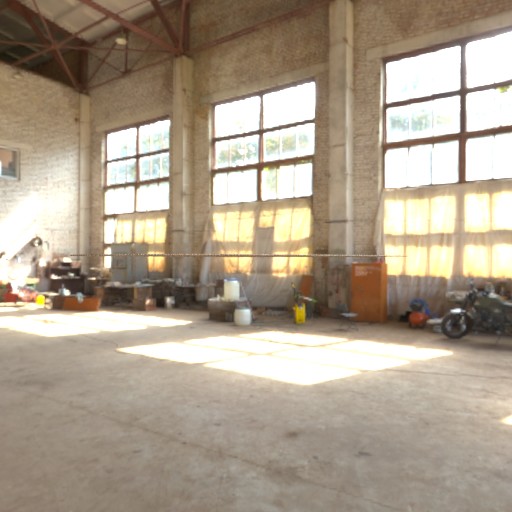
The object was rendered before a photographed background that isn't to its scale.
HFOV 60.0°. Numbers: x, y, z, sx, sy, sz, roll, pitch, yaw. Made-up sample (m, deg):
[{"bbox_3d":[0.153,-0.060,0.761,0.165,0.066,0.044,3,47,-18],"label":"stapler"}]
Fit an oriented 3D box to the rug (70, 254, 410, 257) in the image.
[{"bbox_3d":[0.000,0.000,3.104,2.432,0.006,1.520,0,0,-36],"label":"rug"}]
